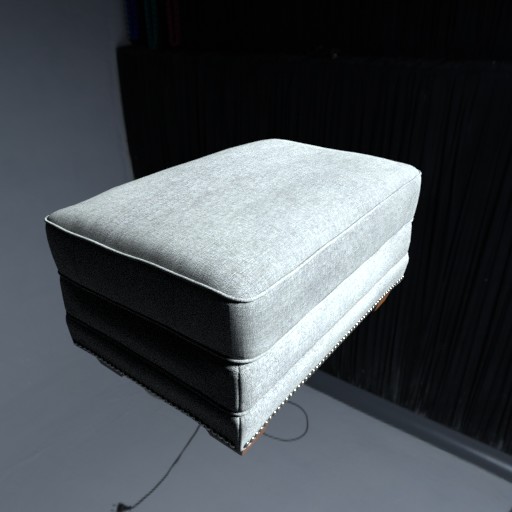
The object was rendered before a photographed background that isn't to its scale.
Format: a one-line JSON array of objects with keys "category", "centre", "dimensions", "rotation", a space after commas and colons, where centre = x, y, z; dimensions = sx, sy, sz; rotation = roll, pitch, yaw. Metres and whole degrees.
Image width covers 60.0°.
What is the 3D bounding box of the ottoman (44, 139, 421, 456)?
[{"category": "ottoman", "centre": [0.000, 0.000, 1.129], "dimensions": [0.561, 0.457, 0.813], "rotation": [19, 32, 33]}]
